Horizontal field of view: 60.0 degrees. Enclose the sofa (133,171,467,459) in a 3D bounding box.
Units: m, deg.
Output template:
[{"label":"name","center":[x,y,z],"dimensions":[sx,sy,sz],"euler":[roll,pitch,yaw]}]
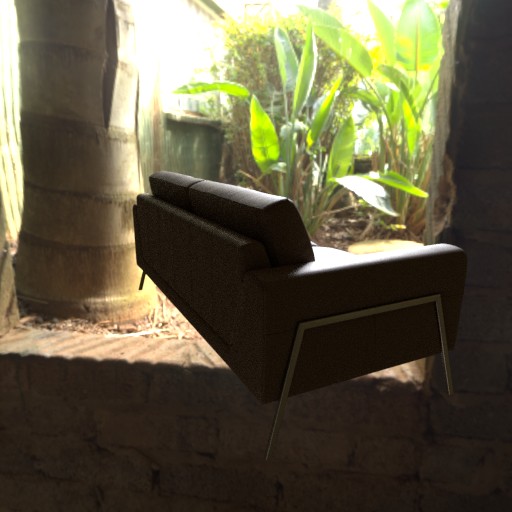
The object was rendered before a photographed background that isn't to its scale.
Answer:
[{"label":"sofa","center":[0.000,0.000,2.491],"dimensions":[0.953,0.875,2.017],"euler":[-7,16,-26]}]
